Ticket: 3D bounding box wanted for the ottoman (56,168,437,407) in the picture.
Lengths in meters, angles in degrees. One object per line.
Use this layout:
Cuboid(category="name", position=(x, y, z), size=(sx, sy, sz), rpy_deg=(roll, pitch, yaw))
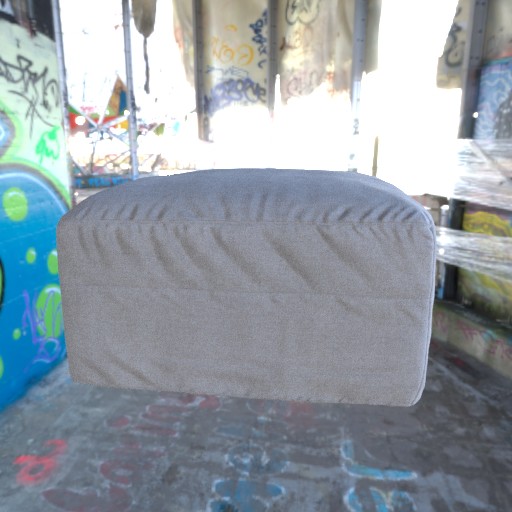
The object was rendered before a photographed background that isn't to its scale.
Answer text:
Cuboid(category="ottoman", position=(0.000, 0.000, 1.235), size=(0.837, 0.481, 0.683), rpy_deg=(2, 14, 8))
